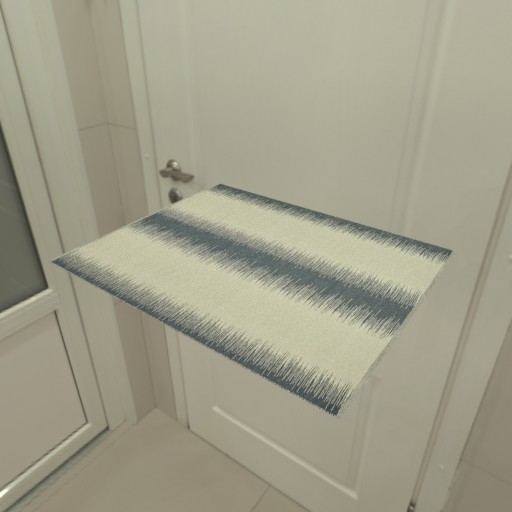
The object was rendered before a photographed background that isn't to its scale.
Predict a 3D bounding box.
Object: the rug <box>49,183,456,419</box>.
[{"bbox_3d":[0.000,0.000,4.223,3.037,0.004,2.453,21,36,31],"label":"rug"}]
